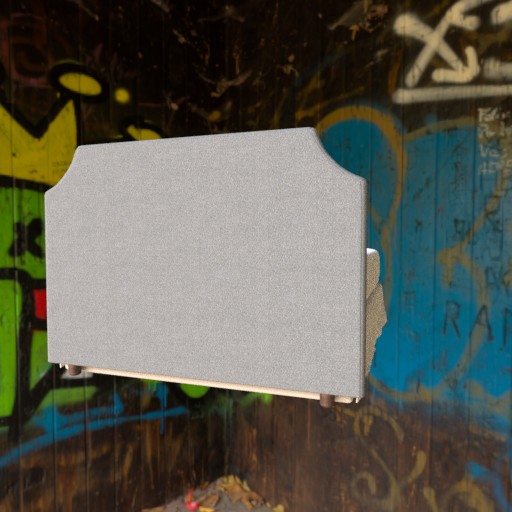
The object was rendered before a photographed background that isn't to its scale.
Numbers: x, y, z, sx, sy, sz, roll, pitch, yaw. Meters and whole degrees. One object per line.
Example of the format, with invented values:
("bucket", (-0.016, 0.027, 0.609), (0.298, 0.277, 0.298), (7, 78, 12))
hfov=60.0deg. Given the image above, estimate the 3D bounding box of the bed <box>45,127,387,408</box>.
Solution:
("bed", (0.000, 0.000, 3.314), (1.811, 1.296, 2.259), (1, 3, 19))
